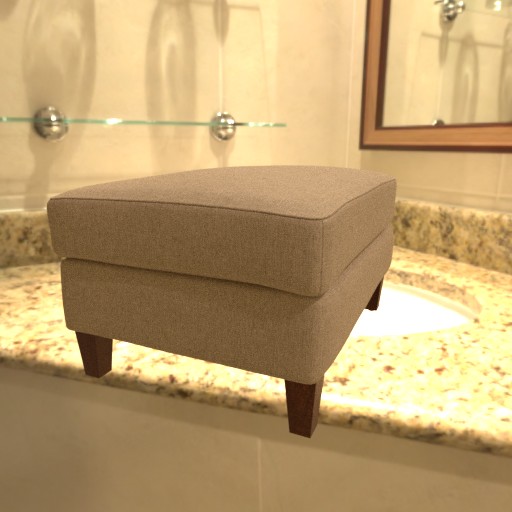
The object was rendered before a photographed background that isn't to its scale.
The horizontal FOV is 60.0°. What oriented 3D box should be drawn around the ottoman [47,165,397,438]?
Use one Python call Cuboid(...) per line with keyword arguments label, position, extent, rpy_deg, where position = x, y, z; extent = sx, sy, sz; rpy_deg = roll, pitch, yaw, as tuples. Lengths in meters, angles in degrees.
Cuboid(label="ottoman", position=(0.000, 0.000, 1.297), extent=(0.677, 0.519, 0.898), rpy_deg=(7, 16, 24))
